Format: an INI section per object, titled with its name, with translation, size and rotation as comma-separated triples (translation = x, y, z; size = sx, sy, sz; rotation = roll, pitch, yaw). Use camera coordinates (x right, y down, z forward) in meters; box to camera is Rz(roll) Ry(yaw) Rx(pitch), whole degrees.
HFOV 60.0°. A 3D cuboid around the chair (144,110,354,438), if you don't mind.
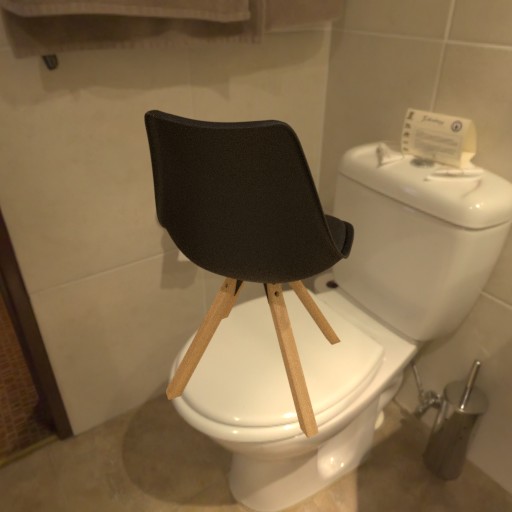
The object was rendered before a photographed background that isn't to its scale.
[chair]
translation = 0.000, 0.000, 1.176
size = 0.485, 0.850, 0.549
rotation = 10, 33, 15
